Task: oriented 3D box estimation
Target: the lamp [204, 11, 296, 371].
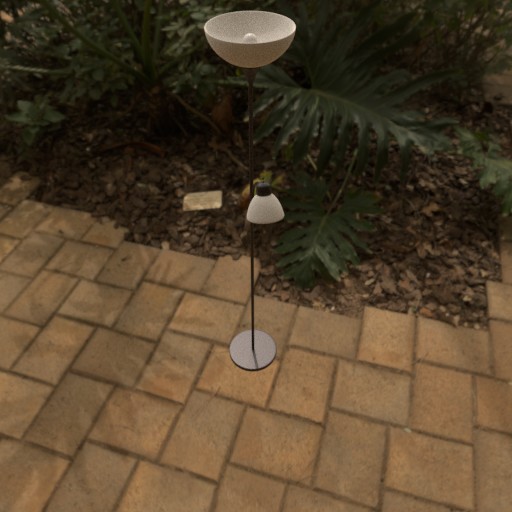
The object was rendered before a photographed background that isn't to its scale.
[{"bbox_3d":[0.000,0.000,1.913,0.279,1.804,0.442,-9,47,-8],"label":"lamp"}]
